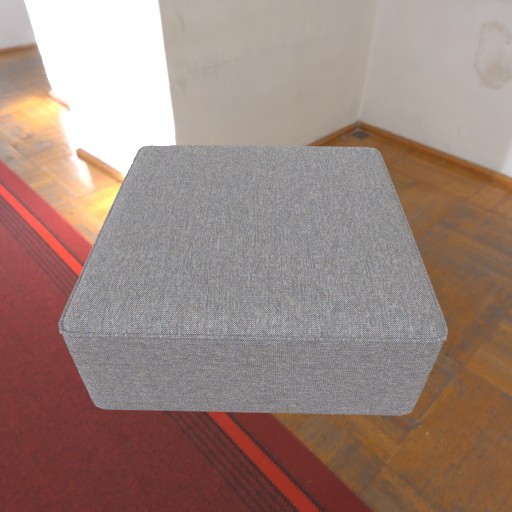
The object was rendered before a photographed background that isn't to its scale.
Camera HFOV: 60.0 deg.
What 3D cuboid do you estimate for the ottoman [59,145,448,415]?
[{"bbox_3d":[0.000,0.000,1.592,1.005,0.455,1.005,1,42,1],"label":"ottoman"}]
